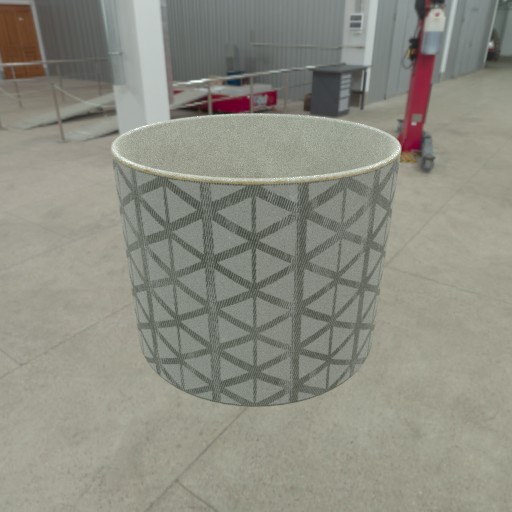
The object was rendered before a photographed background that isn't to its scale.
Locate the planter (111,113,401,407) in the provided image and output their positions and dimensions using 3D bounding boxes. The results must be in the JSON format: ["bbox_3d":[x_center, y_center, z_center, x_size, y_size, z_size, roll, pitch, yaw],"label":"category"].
[{"bbox_3d":[0.000,0.000,0.451,0.250,0.239,0.250,0,27,0],"label":"planter"}]
